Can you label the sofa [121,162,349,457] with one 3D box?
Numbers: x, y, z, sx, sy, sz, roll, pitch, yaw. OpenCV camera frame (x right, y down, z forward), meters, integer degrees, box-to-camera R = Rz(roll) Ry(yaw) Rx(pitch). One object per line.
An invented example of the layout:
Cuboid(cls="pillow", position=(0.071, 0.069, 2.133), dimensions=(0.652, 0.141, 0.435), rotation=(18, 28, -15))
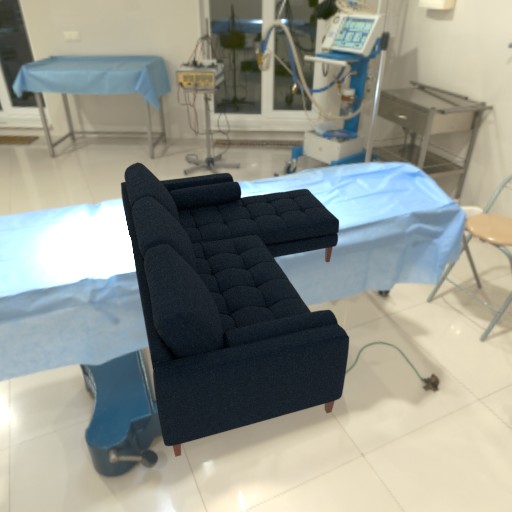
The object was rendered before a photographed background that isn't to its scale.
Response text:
Cuboid(cls="sofa", position=(0.000, 0.000, 3.022), dimensions=(1.613, 0.841, 2.185), rotation=(-10, 34, -15))
